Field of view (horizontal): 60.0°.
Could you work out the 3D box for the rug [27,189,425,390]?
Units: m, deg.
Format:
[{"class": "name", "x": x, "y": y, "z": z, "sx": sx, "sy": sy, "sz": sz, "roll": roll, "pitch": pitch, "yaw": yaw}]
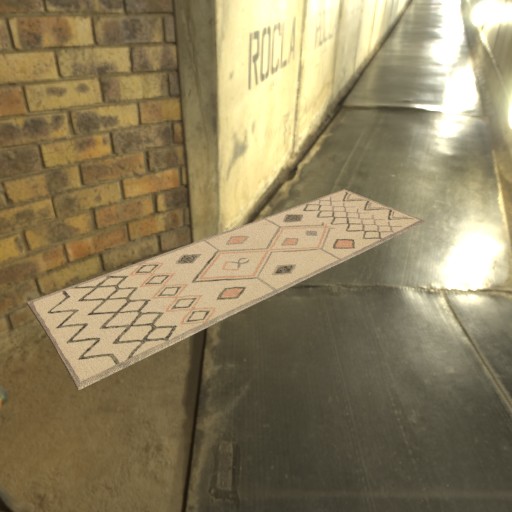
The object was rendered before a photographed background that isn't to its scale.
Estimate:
[{"class": "rug", "x": 0.000, "y": 0.000, "z": 2.688, "sx": 2.435, "sy": 0.011, "sz": 0.750, "roll": -22, "pitch": 37, "yaw": -32}]
